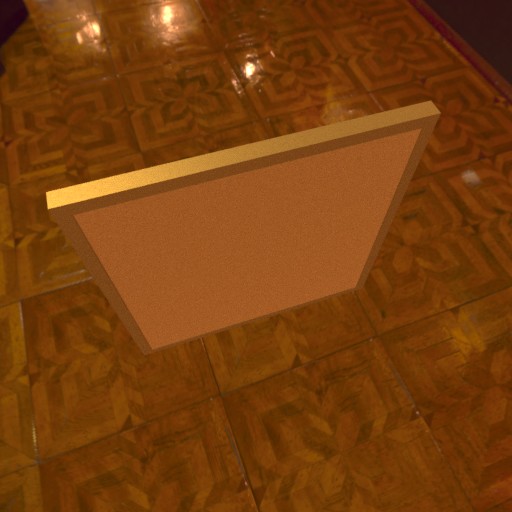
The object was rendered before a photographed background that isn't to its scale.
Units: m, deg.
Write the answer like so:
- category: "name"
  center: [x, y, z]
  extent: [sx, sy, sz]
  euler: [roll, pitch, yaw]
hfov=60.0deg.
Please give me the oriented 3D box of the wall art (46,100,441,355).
- category: "wall art"
  center: [0.000, 0.000, 2.920]
  extent: [1.926, 1.926, 0.099]
  euler: [-16, 60, -9]
